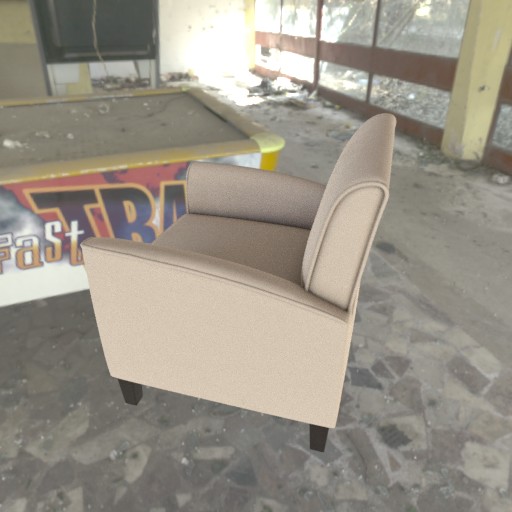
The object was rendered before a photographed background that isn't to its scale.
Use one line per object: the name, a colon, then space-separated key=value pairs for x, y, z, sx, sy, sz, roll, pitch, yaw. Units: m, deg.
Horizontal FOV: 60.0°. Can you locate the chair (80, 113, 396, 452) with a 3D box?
chair: x=0.000 y=0.000 z=1.569 sx=0.820 sy=0.915 sz=0.820 roll=8 pitch=31 yaw=14
